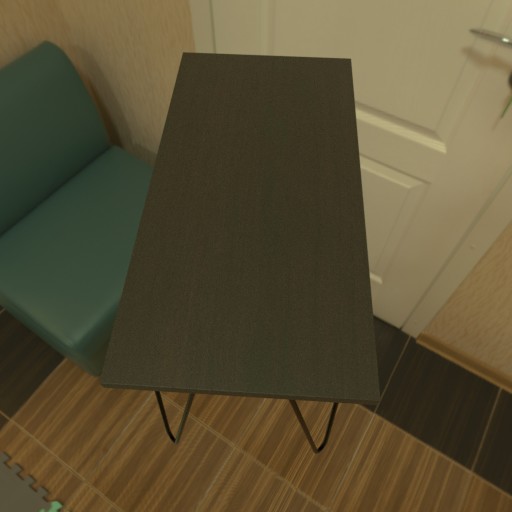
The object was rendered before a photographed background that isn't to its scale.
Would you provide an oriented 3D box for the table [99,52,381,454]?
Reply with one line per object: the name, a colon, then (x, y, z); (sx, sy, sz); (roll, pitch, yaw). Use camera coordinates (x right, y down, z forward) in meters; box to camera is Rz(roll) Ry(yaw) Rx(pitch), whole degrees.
table: (0.000, 0.000, 1.326); (0.499, 0.660, 0.991); (3, 58, 2)
